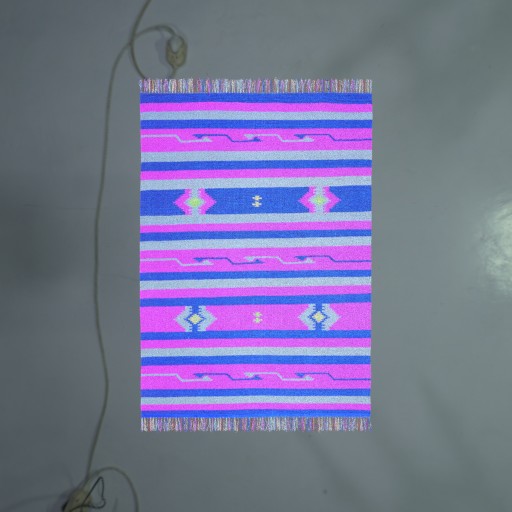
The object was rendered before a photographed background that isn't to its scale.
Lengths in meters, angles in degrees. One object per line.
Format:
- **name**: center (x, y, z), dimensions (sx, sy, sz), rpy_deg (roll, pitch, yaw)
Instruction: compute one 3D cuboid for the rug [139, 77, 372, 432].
- **rug**: center (0.000, 0.000, 2.923), dimensions (1.539, 0.013, 2.350), rpy_deg (0, 91, 0)
